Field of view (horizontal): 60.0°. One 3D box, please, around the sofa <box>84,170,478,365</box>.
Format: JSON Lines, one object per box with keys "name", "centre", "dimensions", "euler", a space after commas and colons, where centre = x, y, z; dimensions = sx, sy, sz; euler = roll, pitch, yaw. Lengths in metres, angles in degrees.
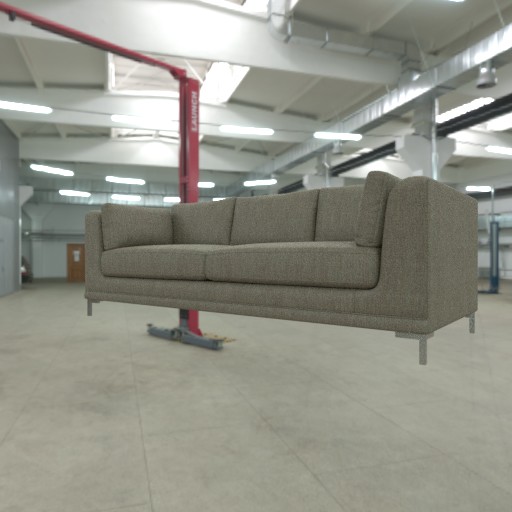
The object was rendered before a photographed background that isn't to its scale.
{"name": "sofa", "centre": [0.000, 0.000, 2.846], "dimensions": [2.415, 0.867, 0.969], "euler": [0, 0, 37]}
